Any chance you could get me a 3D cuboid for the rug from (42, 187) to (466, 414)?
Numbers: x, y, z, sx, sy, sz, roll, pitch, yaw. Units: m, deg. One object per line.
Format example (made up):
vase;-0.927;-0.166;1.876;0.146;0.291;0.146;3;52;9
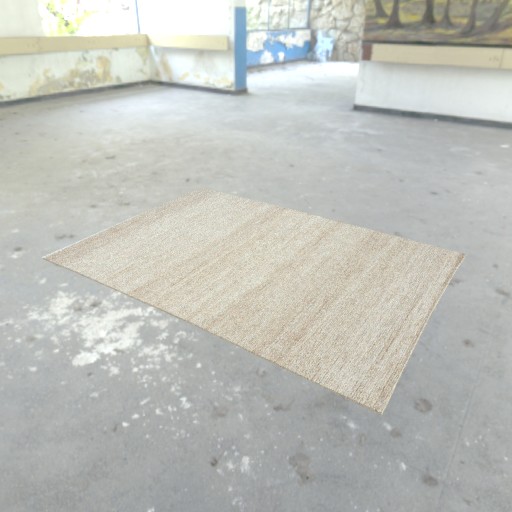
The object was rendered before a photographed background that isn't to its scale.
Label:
rug;0.000;0.000;2.890;2.283;0.030;1.596;18;33;30
